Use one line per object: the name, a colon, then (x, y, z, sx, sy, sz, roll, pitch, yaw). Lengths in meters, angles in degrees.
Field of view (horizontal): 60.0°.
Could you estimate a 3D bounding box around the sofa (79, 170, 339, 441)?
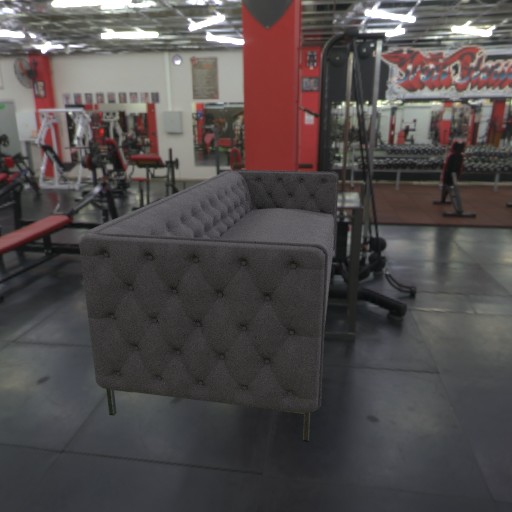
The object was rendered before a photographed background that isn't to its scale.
sofa: (0.000, 0.000, 2.609, 0.895, 0.771, 2.209, 3, 17, 11)
